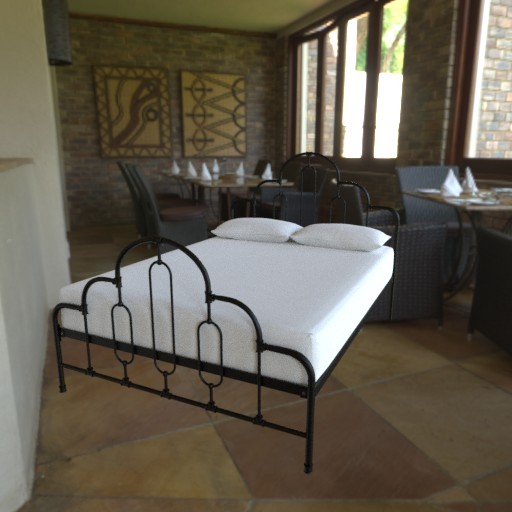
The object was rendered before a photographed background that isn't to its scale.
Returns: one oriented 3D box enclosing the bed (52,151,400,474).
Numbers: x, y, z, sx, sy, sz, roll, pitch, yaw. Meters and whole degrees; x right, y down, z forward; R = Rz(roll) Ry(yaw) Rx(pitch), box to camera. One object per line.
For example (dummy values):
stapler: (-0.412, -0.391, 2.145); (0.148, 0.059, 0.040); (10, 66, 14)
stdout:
bed: (0.000, 0.000, 3.146); (1.626, 1.444, 2.181); (6, 15, 25)
